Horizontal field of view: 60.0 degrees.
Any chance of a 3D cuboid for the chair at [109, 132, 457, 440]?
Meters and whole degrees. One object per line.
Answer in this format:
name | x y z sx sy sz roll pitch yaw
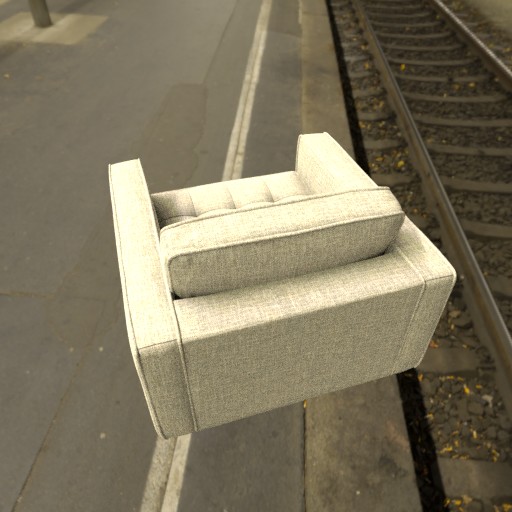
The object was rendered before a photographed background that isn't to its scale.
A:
chair | 0.000 0.000 1.544 0.889 0.765 0.914 -12 43 -13
